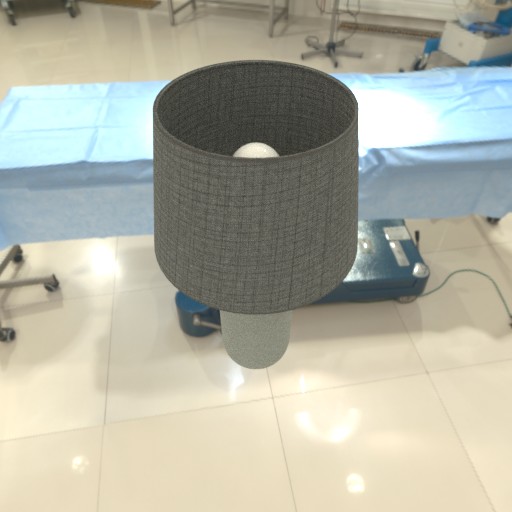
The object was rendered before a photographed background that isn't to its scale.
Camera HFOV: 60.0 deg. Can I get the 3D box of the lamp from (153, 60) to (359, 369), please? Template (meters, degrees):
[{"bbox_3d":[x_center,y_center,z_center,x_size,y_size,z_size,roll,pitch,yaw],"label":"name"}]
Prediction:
[{"bbox_3d":[0.000,0.000,0.583,0.251,0.429,0.251,0,46,0],"label":"lamp"}]
